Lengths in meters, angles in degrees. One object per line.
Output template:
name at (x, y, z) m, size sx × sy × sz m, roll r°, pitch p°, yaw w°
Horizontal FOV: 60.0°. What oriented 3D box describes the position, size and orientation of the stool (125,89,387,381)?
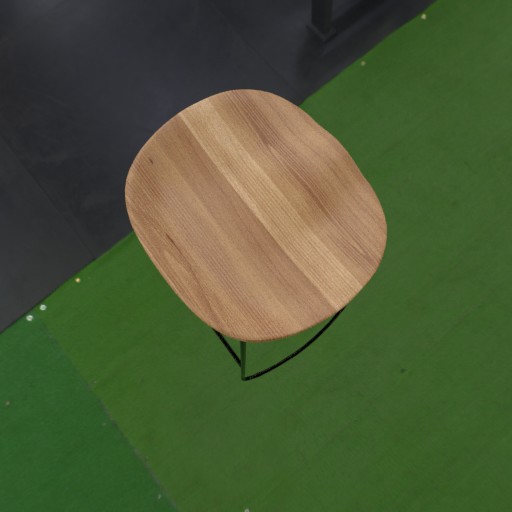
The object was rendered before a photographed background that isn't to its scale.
stool at (0.000, 0.000, 0.988) m, size 0.401 × 0.679 × 0.480 m, roll -37°, pitch 79°, yaw -8°
